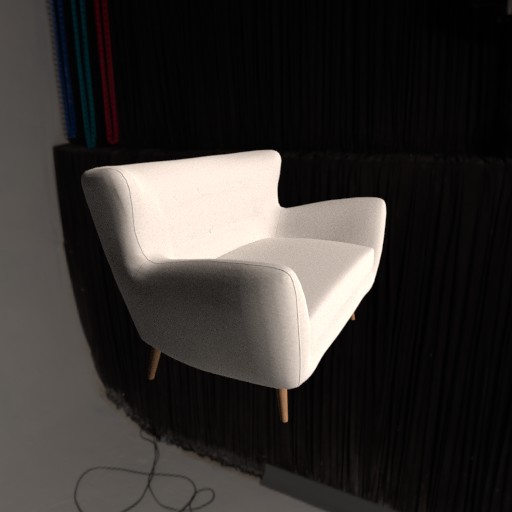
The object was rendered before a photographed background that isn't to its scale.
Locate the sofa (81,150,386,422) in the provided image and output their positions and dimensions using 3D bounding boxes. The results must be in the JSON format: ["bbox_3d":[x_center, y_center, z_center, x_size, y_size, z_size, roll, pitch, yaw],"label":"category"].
[{"bbox_3d":[0.000,0.000,2.022,0.921,0.878,1.424,8,18,25],"label":"sofa"}]
